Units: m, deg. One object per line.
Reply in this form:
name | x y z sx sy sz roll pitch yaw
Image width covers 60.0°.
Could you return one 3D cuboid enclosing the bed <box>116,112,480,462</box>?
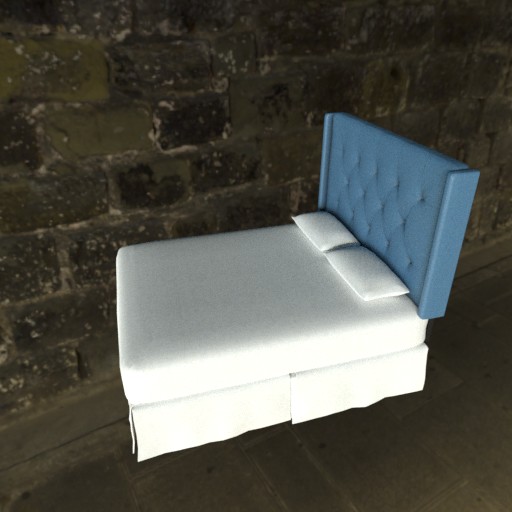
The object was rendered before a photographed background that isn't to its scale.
bed | 0.000 0.000 3.258 2.078 1.665 1.719 -8 30 -14
